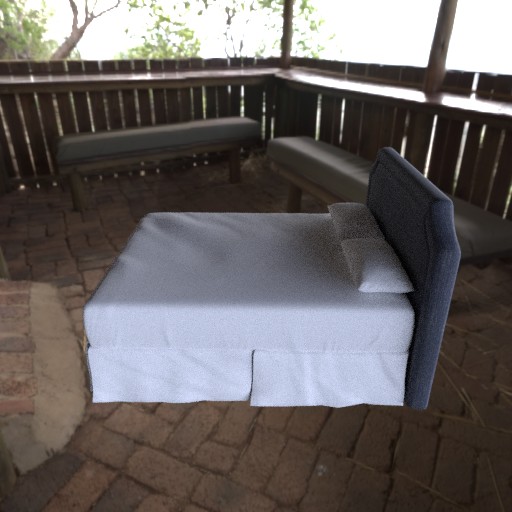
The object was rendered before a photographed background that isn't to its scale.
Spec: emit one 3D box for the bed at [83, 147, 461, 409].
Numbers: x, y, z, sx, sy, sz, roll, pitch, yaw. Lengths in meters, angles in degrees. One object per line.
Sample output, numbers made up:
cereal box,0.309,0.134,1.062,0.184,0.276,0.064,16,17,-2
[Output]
bed,0.000,0.000,3.179,2.116,1.290,1.693,1,26,1
